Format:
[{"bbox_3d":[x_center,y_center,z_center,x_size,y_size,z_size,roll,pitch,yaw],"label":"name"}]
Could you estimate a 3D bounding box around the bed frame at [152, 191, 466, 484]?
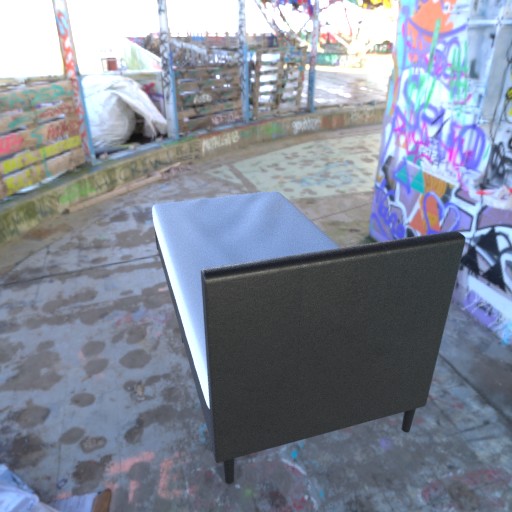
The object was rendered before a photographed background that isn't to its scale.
[{"bbox_3d":[0.000,0.000,2.525,1.038,1.046,2.152,-8,29,-16],"label":"bed frame"}]
